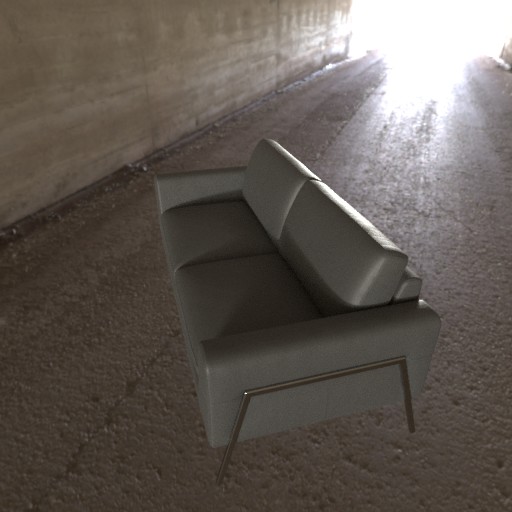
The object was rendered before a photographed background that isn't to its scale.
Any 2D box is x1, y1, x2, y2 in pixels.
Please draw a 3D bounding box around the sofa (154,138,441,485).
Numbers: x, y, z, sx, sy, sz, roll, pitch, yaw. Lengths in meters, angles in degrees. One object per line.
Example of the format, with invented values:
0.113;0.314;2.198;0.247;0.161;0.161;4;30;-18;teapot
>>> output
0.000;0.000;2.521;0.953;0.875;2.017;-8;31;-14;sofa
